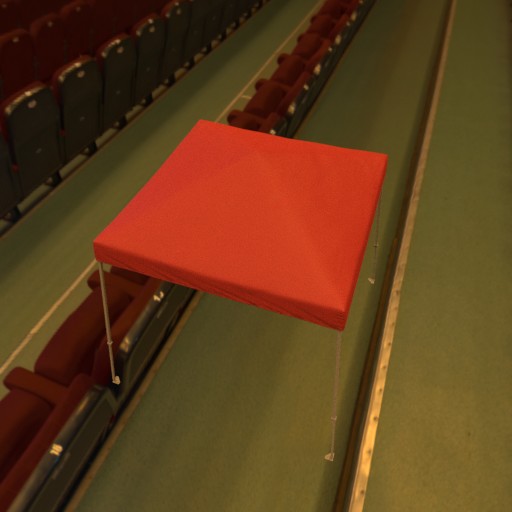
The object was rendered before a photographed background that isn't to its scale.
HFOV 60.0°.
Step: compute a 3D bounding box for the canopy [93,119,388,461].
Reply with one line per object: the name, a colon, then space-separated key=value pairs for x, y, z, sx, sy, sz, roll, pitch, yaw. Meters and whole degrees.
canopy: x=0.000 y=0.000 z=6.571 sx=3.599 sy=3.600 sz=3.600 roll=15 pitch=48 yaw=14
